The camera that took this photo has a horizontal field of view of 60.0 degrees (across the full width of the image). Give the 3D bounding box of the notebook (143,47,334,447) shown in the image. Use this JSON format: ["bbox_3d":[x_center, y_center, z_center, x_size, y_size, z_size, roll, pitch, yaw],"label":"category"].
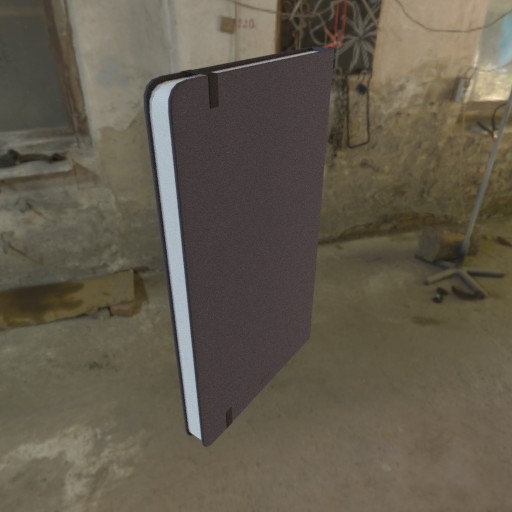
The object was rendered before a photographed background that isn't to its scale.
[{"bbox_3d":[0.000,0.000,0.261,0.016,0.213,0.127,21,37,30],"label":"notebook"}]
